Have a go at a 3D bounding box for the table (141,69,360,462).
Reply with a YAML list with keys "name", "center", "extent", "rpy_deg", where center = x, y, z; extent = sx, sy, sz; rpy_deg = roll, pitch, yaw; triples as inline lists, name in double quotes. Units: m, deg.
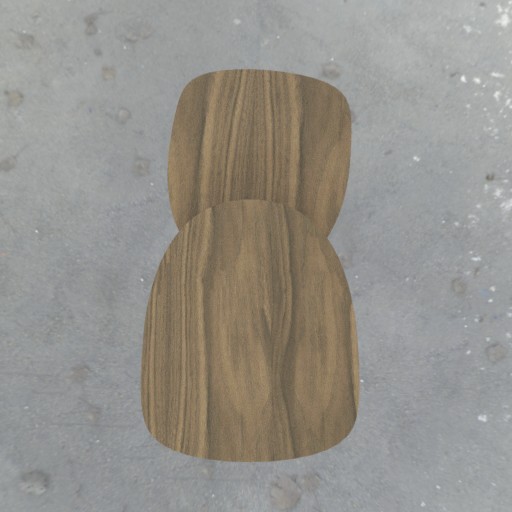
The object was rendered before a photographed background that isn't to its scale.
- name: "table"
  center: [0.000, 0.000, 1.349]
  extent: [0.527, 0.429, 1.084]
  rpy_deg: [3, 75, 1]
